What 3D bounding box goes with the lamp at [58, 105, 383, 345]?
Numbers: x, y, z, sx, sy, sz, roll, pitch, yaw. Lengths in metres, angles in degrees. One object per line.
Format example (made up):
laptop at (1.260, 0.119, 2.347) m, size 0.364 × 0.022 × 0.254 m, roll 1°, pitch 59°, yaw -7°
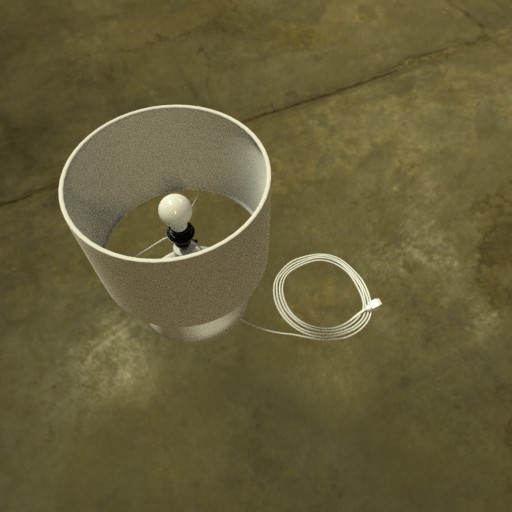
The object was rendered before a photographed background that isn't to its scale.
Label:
lamp at (0.000, 0.000, 0.836) m, size 0.546 × 0.457 × 0.401 m, roll 17°, pitch 59°, yaw 10°
